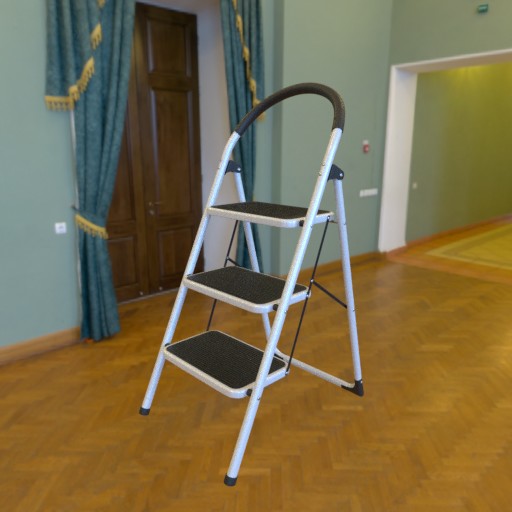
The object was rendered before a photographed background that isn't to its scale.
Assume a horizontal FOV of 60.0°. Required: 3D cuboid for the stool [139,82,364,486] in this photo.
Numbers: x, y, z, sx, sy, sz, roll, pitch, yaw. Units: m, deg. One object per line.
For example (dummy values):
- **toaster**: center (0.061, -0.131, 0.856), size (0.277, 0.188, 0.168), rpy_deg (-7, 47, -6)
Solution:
- **stool**: center (0.000, 0.000, 1.460), size (0.676, 1.109, 0.485), rpy_deg (-13, 20, -42)
